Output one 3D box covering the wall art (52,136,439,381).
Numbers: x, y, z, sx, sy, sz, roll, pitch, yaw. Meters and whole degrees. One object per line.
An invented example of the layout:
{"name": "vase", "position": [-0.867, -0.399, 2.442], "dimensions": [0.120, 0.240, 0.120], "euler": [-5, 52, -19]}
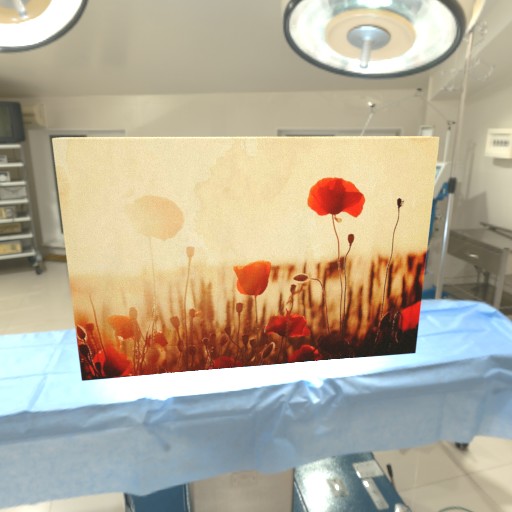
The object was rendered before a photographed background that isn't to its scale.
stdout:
{"name": "wall art", "position": [0.000, 0.000, 0.484], "dimensions": [0.383, 0.251, 0.037], "euler": [-3, 16, -9]}
